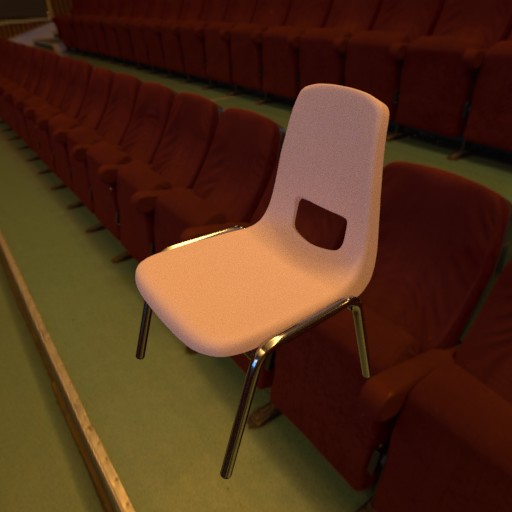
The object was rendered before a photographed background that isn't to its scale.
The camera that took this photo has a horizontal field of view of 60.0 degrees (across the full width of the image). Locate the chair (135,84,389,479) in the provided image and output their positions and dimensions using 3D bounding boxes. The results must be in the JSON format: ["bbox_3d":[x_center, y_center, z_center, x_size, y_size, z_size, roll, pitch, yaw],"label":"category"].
[{"bbox_3d":[0.000,0.000,0.789,0.385,0.537,0.354,-20,36,-31],"label":"chair"}]
